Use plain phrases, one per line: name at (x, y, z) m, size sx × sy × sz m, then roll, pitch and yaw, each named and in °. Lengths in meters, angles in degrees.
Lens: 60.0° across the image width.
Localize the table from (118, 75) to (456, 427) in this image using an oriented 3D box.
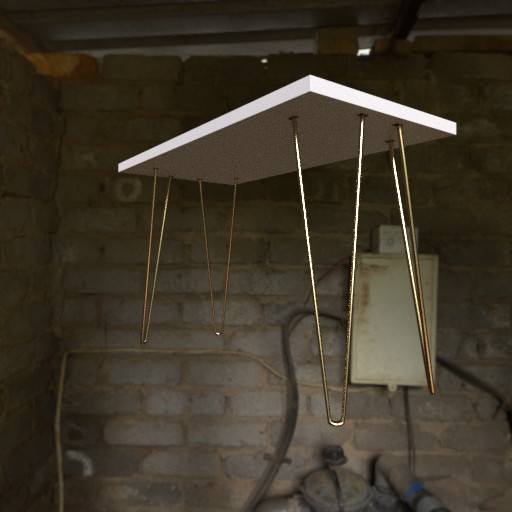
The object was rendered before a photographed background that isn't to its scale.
table at (0.000, 0.000, 1.347) m, size 0.498 × 0.660 × 0.991 m, roll 0°, pitch 0°, yaw -37°
